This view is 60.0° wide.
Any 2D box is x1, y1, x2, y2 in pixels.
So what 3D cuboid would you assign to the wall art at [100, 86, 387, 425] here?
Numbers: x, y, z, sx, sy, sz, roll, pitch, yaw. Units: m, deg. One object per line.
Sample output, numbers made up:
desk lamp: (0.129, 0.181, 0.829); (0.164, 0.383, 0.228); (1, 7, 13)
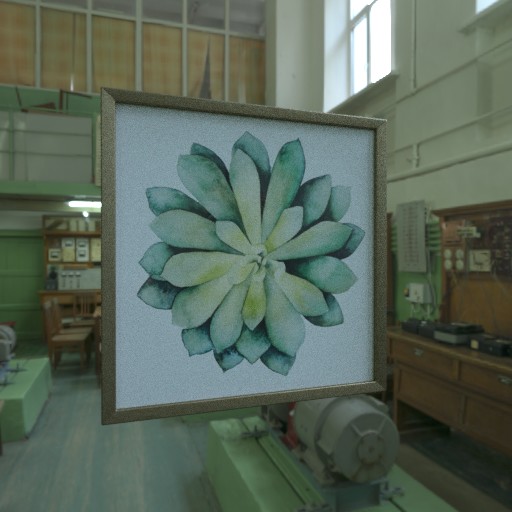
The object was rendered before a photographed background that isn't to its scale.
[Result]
wall art: (0.000, 0.000, 0.763); (0.503, 0.506, 0.040); (0, 0, -19)
